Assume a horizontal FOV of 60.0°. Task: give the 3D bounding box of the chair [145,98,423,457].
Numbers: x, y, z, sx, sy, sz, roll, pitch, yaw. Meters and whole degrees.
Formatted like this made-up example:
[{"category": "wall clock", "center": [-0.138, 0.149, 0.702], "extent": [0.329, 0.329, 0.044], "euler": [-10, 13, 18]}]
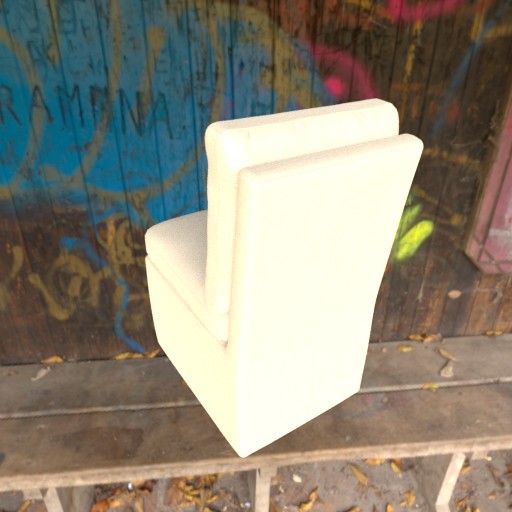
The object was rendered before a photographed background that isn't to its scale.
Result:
[{"category": "chair", "center": [0.000, 0.000, 1.341], "extent": [0.503, 0.927, 0.698], "euler": [-18, 34, -29]}]
